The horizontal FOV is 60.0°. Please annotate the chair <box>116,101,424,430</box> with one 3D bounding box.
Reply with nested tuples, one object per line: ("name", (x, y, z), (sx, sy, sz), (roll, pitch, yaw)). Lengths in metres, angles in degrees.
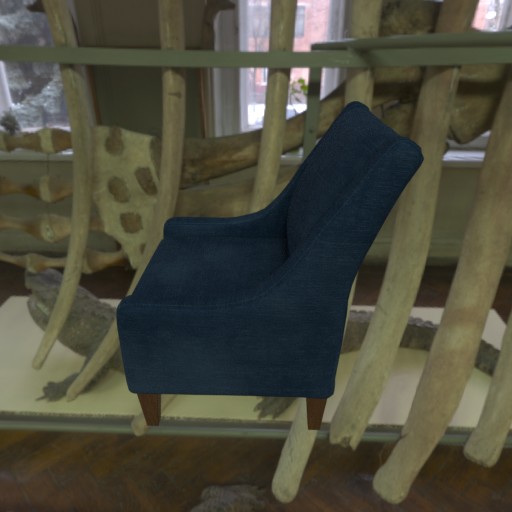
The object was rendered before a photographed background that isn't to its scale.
("chair", (0.000, 0.000, 1.652), (0.870, 1.014, 0.774), (1, 27, 2))
